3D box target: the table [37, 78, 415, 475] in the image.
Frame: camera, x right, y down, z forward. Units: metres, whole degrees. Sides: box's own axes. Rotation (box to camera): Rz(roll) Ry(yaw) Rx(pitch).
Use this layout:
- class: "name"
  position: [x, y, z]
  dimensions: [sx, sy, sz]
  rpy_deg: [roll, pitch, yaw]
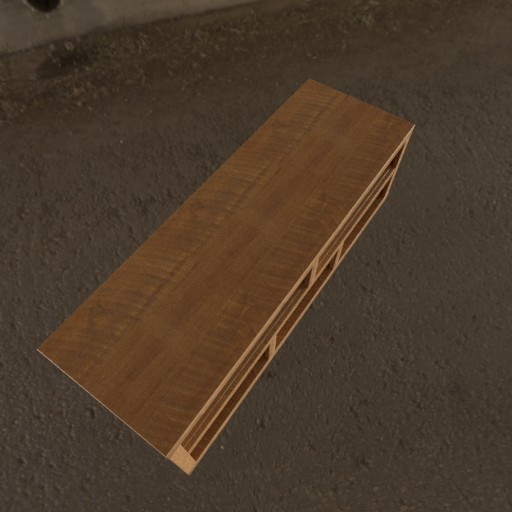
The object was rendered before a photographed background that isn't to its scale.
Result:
- class: "table"
  position: [0.000, 0.000, 1.738]
  dimensions: [0.499, 0.491, 1.499]
  rpy_deg: [31, 63, 18]
